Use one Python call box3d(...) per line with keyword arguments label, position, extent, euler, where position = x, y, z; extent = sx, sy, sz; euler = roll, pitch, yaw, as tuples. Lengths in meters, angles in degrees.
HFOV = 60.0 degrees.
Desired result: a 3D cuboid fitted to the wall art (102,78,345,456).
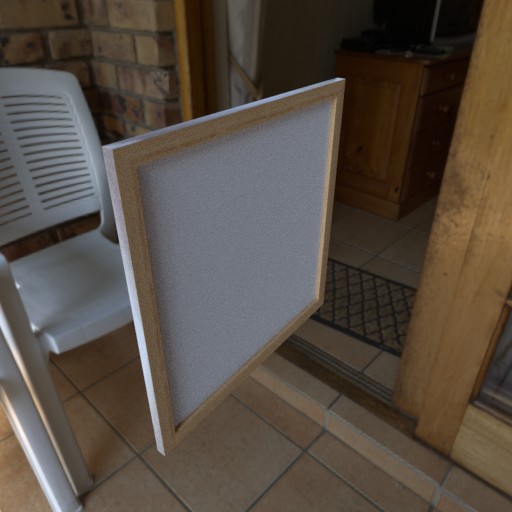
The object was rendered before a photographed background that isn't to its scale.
box3d(label="wall art", position=(0.000, 0.000, 1.144), extent=(0.027, 0.762, 0.762), euler=(22, 38, 31))
